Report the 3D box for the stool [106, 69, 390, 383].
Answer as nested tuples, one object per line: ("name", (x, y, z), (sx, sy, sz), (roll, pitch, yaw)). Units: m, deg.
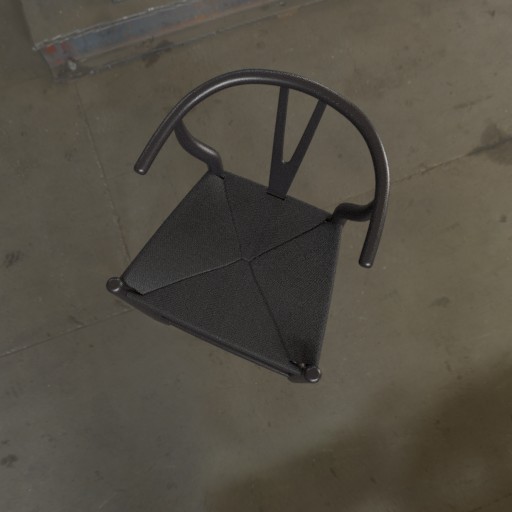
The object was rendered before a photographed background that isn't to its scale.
("stool", (0.000, 0.000, 1.348), (0.569, 0.970, 0.579), (23, 75, 6))
